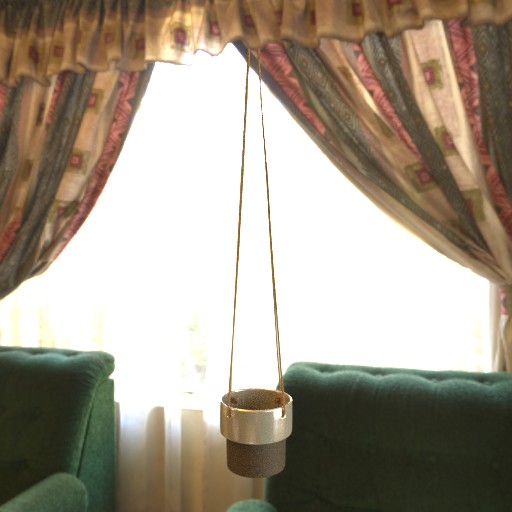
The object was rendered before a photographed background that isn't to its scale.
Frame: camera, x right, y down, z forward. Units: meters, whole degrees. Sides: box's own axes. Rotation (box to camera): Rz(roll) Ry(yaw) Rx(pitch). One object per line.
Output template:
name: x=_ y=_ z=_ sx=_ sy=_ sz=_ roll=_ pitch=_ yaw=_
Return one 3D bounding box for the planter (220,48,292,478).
planter: x=0.000 y=0.000 z=1.145 sx=0.187 sy=1.073 sz=0.187 roll=0 pitch=0 yaw=-1
